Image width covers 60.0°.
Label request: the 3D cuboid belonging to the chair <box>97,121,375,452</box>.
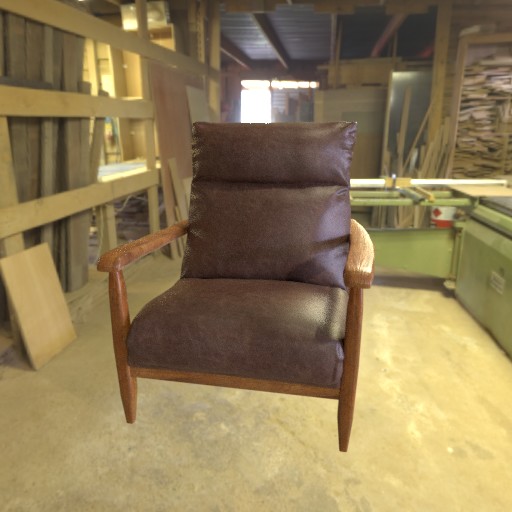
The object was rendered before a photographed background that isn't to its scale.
[{"bbox_3d":[0.000,0.000,1.519,0.782,0.897,0.830,3,16,11],"label":"chair"}]
